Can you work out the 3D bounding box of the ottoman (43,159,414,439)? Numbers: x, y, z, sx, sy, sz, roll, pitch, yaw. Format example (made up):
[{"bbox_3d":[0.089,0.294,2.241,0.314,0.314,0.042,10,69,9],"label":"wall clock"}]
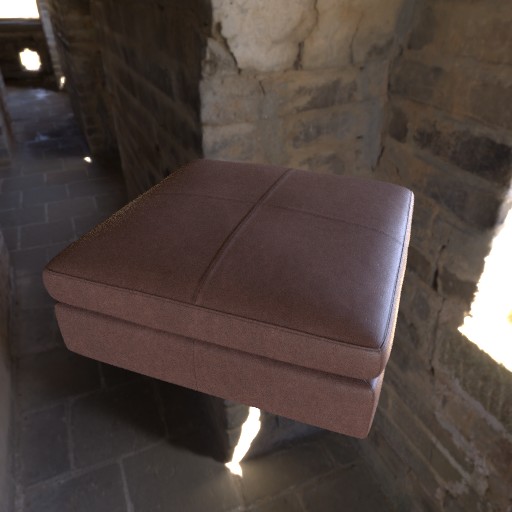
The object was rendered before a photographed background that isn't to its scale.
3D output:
[{"bbox_3d":[0.000,0.000,1.841,1.168,0.490,1.168,11,34,17],"label":"ottoman"}]
